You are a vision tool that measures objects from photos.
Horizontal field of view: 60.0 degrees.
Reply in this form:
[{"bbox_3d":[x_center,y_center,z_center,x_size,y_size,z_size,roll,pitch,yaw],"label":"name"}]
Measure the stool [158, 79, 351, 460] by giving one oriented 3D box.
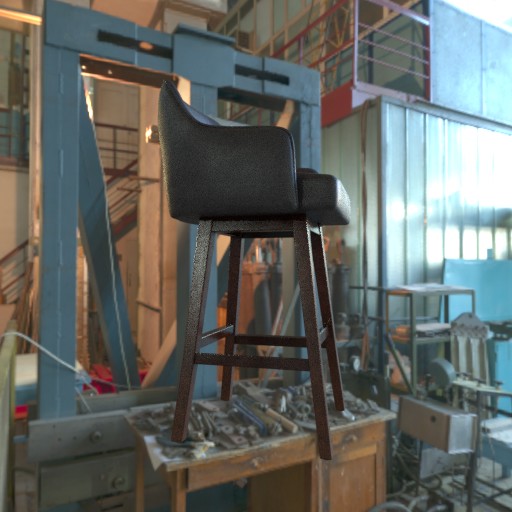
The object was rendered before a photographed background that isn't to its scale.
[{"bbox_3d":[0.000,0.000,1.393,0.560,1.041,0.550,0,-1,16],"label":"stool"}]
